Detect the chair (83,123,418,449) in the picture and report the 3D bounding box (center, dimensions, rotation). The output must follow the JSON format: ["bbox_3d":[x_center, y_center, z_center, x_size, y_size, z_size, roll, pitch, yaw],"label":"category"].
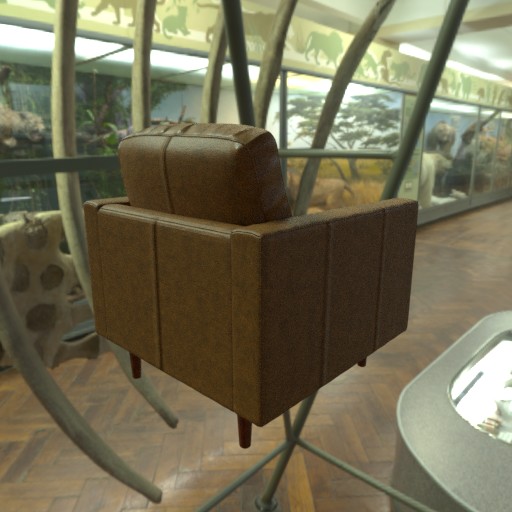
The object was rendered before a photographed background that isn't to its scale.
[{"bbox_3d":[0.000,0.000,1.695,0.890,0.956,0.909,13,19,42],"label":"chair"}]
